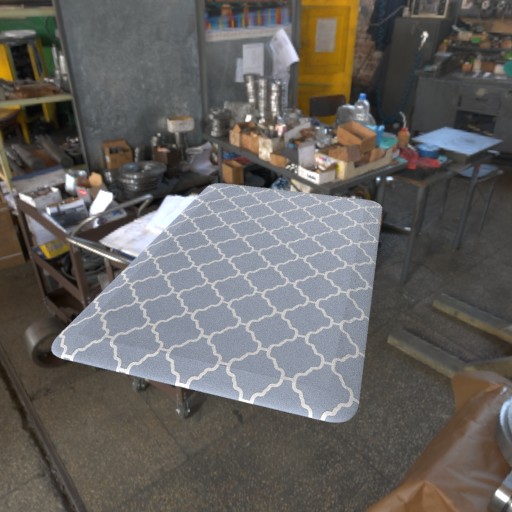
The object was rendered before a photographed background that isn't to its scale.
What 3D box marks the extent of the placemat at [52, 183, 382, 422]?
[{"bbox_3d":[0.000,0.000,0.972,0.508,0.021,0.762,9,33,14],"label":"placemat"}]
